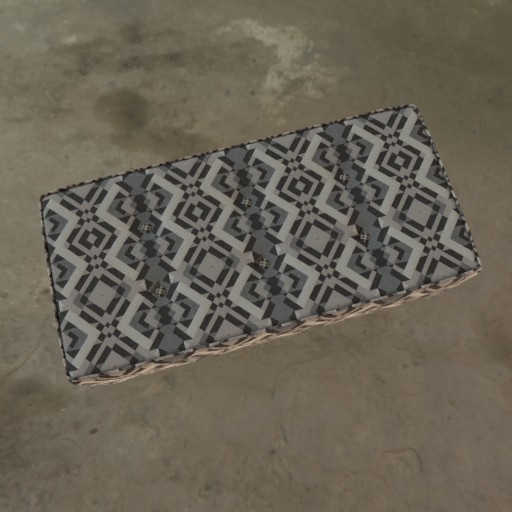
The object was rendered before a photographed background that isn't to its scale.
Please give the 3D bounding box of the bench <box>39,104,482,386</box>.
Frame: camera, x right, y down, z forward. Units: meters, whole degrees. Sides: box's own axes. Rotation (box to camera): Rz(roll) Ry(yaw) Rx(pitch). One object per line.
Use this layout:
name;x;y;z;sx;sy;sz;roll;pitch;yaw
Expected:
bench;0.000;0.000;1.290;1.016;0.477;0.492;-15;76;-4
